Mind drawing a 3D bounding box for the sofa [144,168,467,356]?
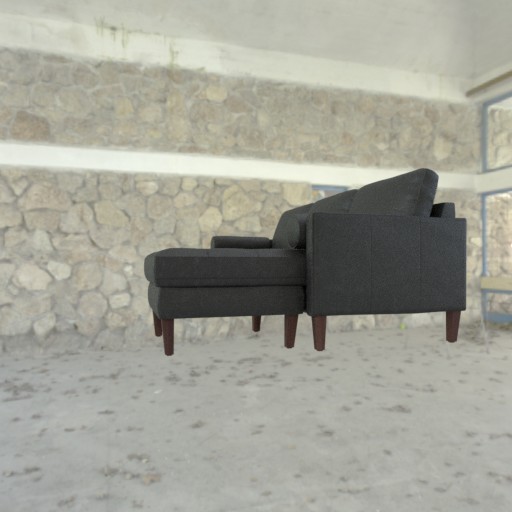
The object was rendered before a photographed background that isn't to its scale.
[{"bbox_3d":[0.000,0.000,2.969,1.497,0.876,2.178,0,-1,-17],"label":"sofa"}]
